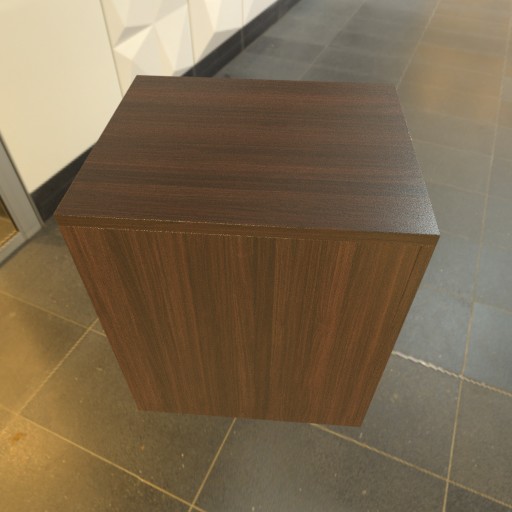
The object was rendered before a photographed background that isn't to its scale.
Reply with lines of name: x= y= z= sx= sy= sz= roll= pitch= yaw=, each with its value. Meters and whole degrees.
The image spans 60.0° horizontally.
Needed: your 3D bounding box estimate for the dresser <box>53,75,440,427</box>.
dresser: x=0.000 y=0.000 z=0.749 sx=0.400 sy=0.470 sz=0.360 roll=3 pitch=46 yaw=3
